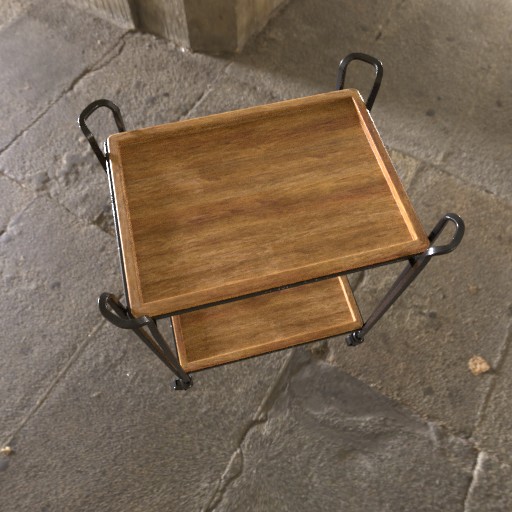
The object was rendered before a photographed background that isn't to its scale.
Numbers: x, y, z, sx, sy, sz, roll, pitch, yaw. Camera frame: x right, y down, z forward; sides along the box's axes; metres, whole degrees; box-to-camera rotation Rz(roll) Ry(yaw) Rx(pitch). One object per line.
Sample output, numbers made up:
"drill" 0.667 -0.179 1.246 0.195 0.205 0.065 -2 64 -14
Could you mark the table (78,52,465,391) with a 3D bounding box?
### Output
"table" 0.000 0.000 1.203 0.672 0.785 0.505 -13 66 -6
